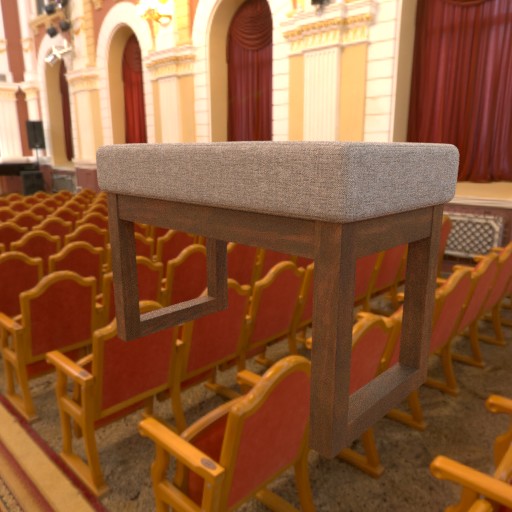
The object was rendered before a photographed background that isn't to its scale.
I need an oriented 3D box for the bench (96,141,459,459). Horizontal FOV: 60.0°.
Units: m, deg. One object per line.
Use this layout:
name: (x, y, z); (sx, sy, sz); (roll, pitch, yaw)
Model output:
bench: (0.000, 0.000, 0.947); (0.681, 0.467, 0.366); (13, 19, 43)
